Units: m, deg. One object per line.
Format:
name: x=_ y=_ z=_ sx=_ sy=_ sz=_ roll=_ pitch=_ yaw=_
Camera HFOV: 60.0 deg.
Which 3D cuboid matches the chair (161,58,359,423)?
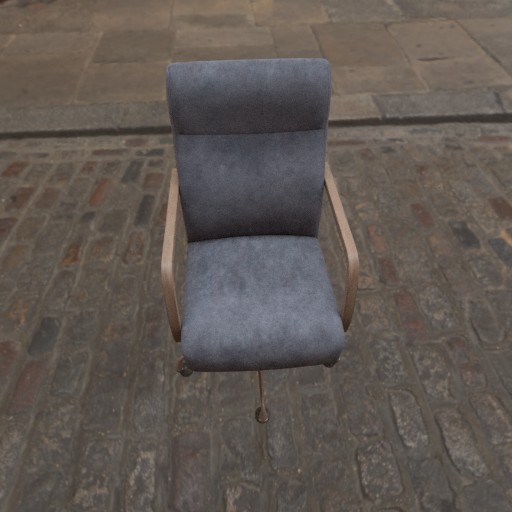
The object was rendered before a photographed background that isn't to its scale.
chair: x=0.000 y=0.000 z=1.468 sx=0.640 sy=1.029 sz=0.741 roll=-3 pitch=46 yaw=-3
